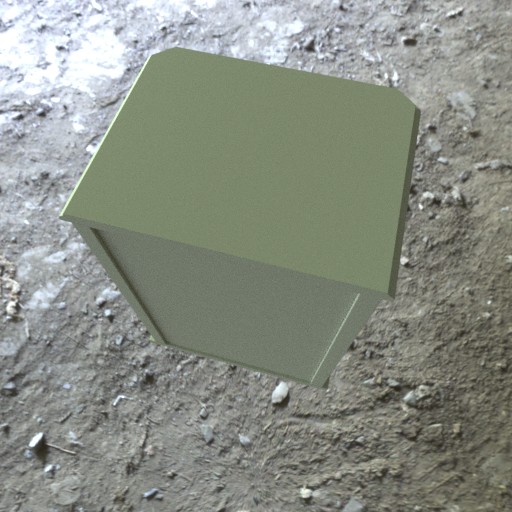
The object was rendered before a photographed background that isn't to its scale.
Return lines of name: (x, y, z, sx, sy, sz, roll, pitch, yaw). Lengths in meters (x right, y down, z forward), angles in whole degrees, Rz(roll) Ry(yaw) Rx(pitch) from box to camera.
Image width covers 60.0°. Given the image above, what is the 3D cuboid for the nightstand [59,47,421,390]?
nightstand: (0.000, 0.000, 0.915, 0.435, 0.681, 0.351, 14, 64, 7)
